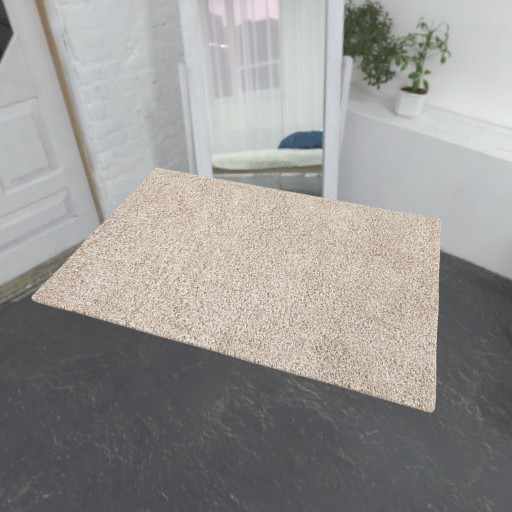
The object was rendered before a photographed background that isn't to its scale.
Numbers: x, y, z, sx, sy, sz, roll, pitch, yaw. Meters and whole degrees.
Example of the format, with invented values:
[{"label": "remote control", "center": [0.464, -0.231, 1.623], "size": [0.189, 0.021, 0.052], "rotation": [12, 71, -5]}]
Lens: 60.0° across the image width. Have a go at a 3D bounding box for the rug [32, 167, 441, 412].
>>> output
[{"label": "rug", "center": [0.000, 0.000, 2.257], "size": [1.778, 0.030, 1.219], "rotation": [12, 43, 14]}]
